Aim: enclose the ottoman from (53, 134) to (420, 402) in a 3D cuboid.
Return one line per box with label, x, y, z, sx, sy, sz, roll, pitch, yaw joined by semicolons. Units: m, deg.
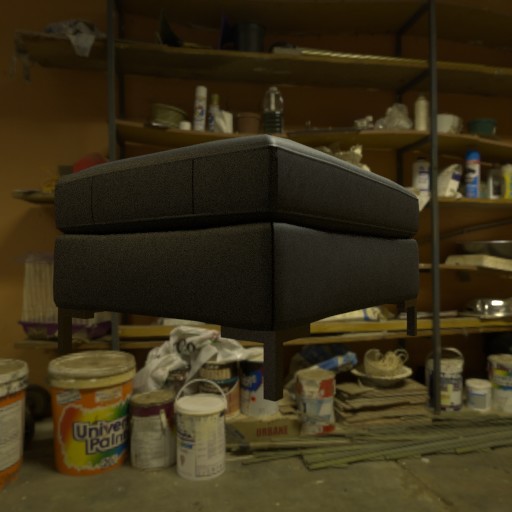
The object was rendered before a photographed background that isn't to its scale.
ottoman;0.000;0.000;1.776;0.967;0.696;1.187;0;-1;36
